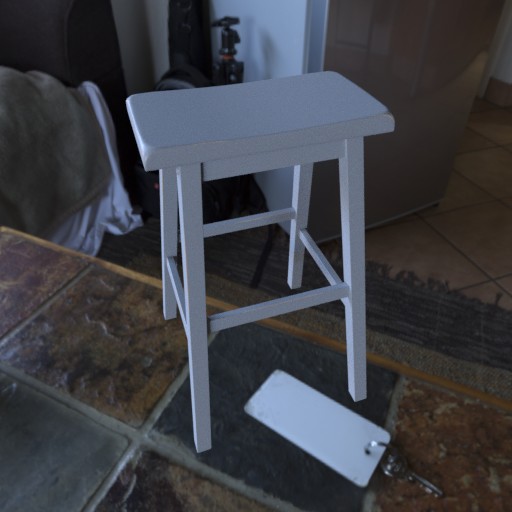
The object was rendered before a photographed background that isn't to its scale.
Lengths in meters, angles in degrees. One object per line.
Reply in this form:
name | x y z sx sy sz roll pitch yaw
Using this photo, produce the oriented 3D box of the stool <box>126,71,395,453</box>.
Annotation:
stool | 0.000 0.000 1.050 0.457 0.737 0.476 -12 42 -14
